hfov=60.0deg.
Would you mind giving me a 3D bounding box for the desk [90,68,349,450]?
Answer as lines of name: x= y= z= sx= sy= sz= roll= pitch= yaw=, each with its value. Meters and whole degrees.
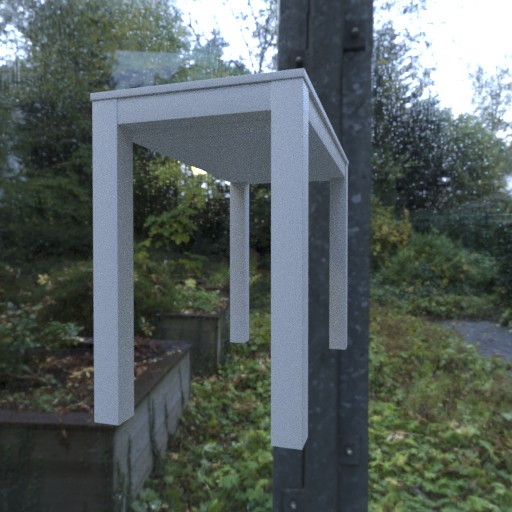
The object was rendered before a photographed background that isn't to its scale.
desk: x=0.000 y=0.000 z=1.427 sx=0.497 sy=0.762 sz=0.990 roll=0 pitch=1 yaw=17
